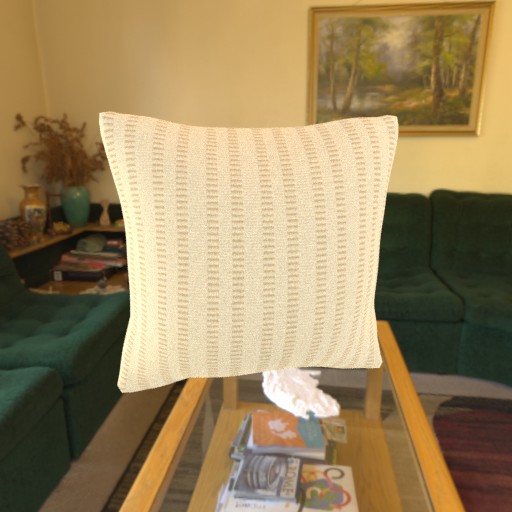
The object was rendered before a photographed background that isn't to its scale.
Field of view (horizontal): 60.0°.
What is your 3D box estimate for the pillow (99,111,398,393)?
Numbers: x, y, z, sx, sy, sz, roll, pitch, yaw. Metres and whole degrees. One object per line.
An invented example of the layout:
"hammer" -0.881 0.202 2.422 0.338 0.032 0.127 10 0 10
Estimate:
"pillow" 0.000 0.000 0.681 0.438 0.419 0.247 -3 15 -10
